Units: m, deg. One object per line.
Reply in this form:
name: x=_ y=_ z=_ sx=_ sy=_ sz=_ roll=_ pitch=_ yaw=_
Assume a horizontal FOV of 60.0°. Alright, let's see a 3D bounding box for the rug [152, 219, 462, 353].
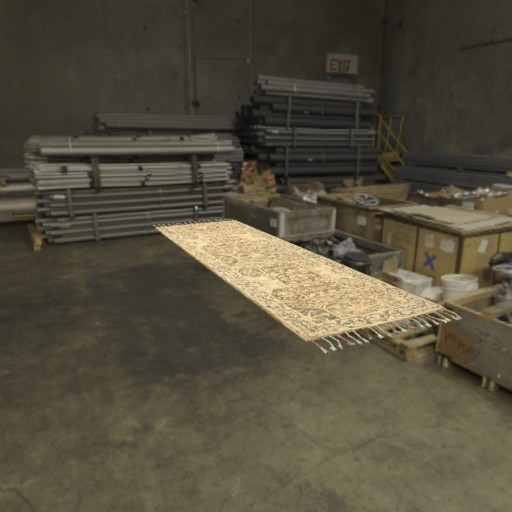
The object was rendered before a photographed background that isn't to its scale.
rug: x=0.000 y=0.000 z=2.938 sx=0.762 sy=0.011 sz=2.664 roll=-7 pitch=17 yaw=-25
